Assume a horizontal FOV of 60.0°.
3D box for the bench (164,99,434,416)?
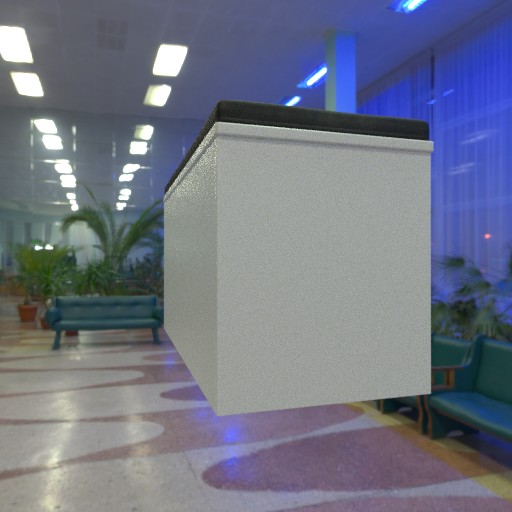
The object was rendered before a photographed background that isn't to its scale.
[{"bbox_3d":[0.000,0.000,1.170,0.401,0.500,0.899,0,0,-17],"label":"bench"}]
